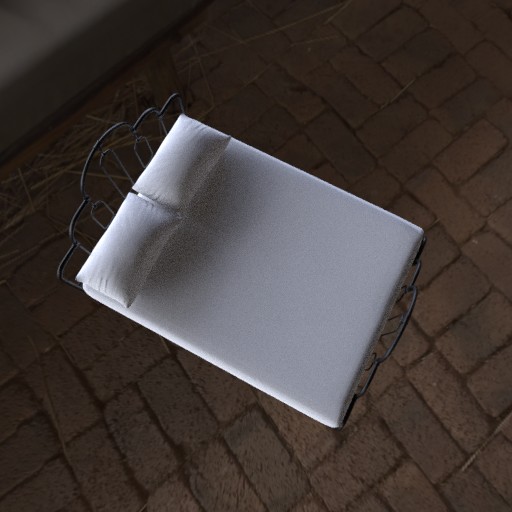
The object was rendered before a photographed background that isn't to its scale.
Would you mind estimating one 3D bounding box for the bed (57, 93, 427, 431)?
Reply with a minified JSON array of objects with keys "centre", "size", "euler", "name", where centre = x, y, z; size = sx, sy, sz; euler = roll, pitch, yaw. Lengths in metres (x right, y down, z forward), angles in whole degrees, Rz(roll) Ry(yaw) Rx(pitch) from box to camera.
[{"centre":[0.000,0.000,3.212],"size":[2.181,1.444,1.626],"euler":[27,77,7],"name":"bed"}]
